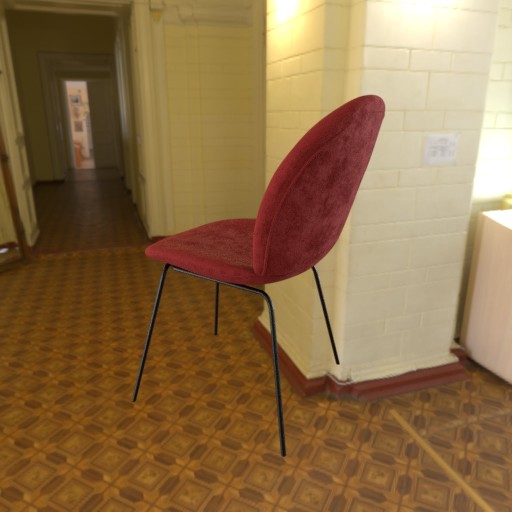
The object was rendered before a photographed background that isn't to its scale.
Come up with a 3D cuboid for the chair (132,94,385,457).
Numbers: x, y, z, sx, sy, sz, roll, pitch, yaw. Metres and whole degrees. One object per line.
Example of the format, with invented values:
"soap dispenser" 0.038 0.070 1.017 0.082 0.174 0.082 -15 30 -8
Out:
"chair" 0.000 0.000 1.174 0.587 0.791 0.458 8 19 25
